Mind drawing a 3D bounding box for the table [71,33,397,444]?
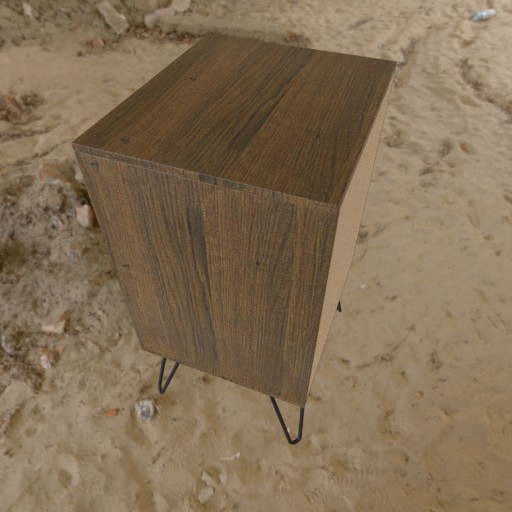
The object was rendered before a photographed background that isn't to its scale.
[{"bbox_3d":[0.000,0.000,1.148,0.457,0.866,0.526,16,48,15],"label":"table"}]
